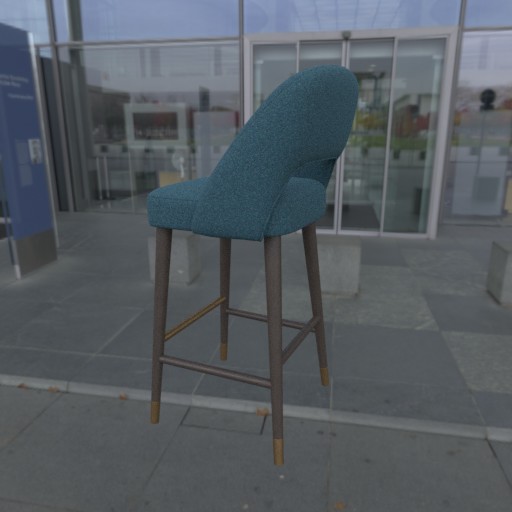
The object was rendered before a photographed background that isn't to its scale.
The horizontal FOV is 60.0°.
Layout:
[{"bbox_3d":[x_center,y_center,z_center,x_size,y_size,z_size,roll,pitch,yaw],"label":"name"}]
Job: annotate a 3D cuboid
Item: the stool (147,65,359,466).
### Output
[{"bbox_3d":[0.000,0.000,1.338,0.522,1.032,0.536,7,18,24],"label":"stool"}]
